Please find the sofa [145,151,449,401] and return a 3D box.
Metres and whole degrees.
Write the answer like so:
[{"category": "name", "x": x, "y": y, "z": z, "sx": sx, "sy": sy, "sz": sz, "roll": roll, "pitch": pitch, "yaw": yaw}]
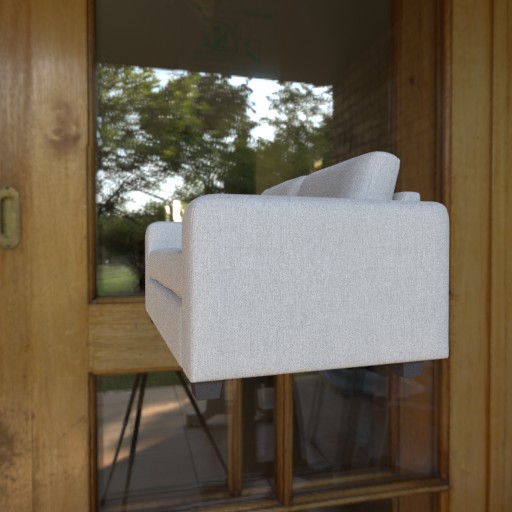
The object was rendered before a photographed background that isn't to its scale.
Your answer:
[{"category": "sofa", "x": 0.000, "y": 0.000, "z": 2.070, "sx": 0.900, "sy": 0.800, "sz": 1.540, "roll": 0, "pitch": 1, "yaw": -18}]
